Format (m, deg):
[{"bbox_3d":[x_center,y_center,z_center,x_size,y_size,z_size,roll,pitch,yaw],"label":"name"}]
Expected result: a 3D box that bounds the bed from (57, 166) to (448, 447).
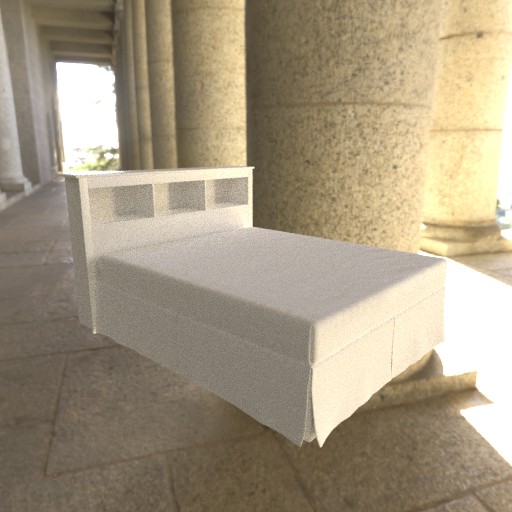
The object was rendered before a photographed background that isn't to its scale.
[{"bbox_3d":[0.000,0.000,3.027,2.133,1.092,1.671,13,19,41],"label":"bed"}]
